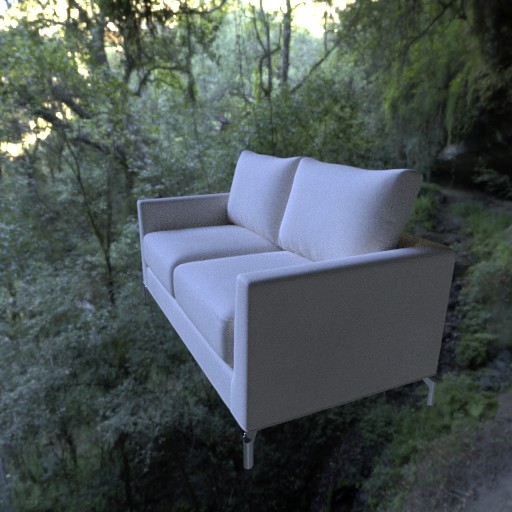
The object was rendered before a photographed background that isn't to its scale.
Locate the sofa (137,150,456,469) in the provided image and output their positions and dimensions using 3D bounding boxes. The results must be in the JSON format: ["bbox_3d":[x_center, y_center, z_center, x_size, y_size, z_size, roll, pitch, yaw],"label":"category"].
[{"bbox_3d":[0.000,0.000,2.317,0.906,0.995,1.739,-8,18,-24],"label":"sofa"}]
